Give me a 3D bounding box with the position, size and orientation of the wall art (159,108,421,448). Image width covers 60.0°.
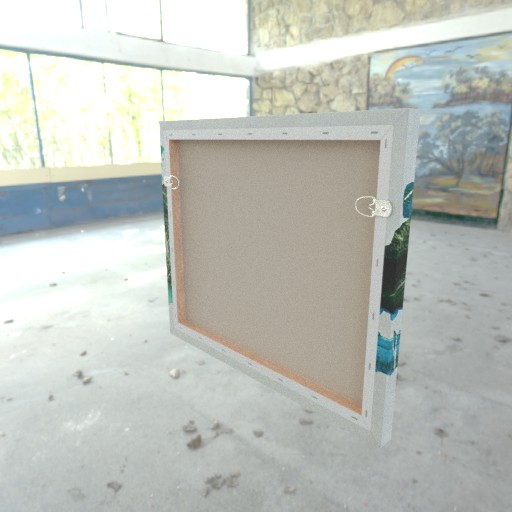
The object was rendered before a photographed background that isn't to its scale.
[{"bbox_3d":[0.000,0.000,1.015,0.043,0.610,0.711,-14,20,-42],"label":"wall art"}]
